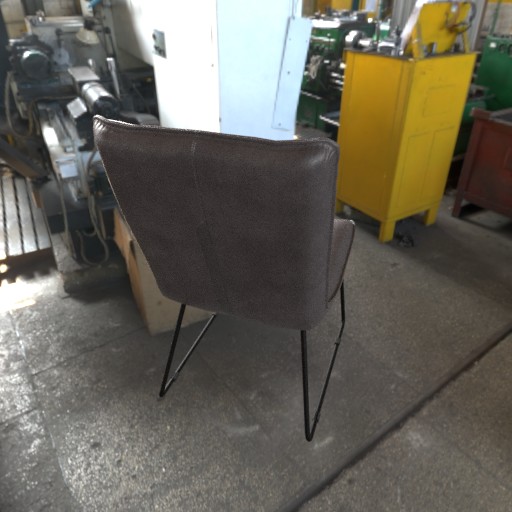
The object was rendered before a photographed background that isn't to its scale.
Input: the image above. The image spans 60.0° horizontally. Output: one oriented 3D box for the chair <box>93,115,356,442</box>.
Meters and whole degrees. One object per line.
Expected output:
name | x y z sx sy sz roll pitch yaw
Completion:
chair | 0.000 0.000 1.310 0.515 0.932 0.688 11 34 16
